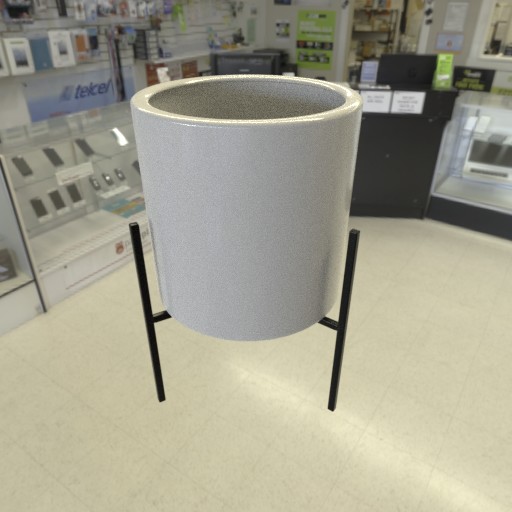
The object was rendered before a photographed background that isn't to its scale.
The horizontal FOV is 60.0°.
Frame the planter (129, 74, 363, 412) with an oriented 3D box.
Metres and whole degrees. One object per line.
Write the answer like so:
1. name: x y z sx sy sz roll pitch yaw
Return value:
1. planter: 0.000 0.000 0.509 0.239 0.356 0.239 21 37 31
